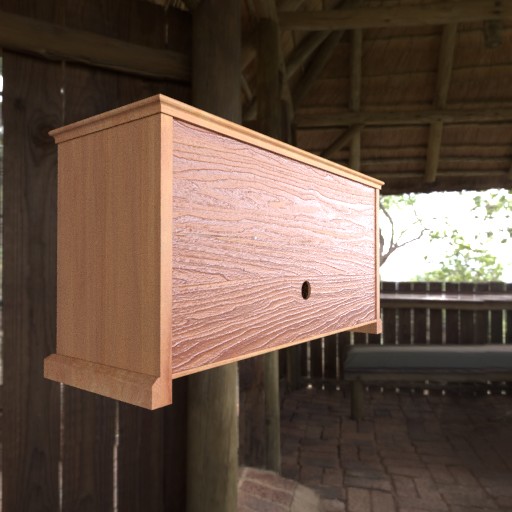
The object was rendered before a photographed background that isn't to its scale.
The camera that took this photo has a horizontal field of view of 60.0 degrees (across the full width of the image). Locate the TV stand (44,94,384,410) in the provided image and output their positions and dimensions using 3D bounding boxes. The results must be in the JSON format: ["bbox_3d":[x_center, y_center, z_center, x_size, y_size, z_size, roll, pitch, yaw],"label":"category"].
[{"bbox_3d":[0.000,0.000,1.441,0.417,0.607,1.181,-1,-1,37],"label":"TV stand"}]
